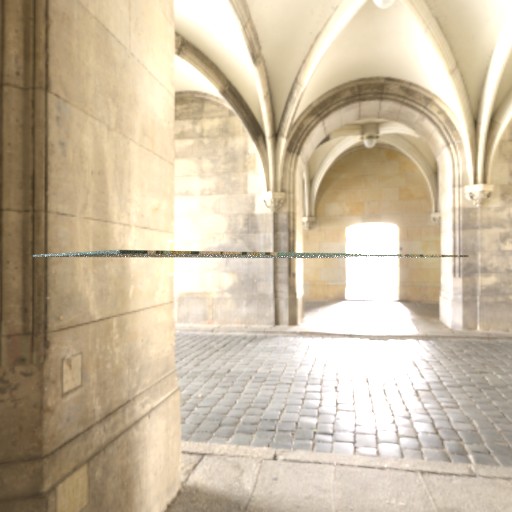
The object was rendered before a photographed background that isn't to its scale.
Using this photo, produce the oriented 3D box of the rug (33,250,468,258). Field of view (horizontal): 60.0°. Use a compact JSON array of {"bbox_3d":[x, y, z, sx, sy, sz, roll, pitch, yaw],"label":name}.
[{"bbox_3d":[0.000,0.000,2.216,1.811,0.010,1.212,0,-1,-37],"label":"rug"}]
